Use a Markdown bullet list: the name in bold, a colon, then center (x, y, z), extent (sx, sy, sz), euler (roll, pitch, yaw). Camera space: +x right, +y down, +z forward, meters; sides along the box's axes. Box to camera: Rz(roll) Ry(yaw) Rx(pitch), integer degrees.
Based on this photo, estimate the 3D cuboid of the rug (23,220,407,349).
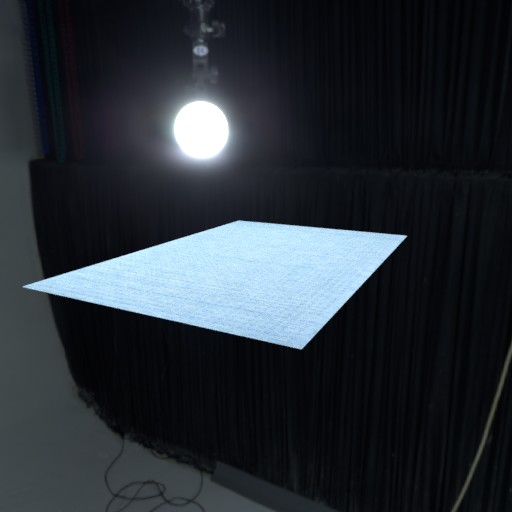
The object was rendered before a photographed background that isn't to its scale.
- **rug**: center (0.000, 0.000, 3.740), extent (1.982, 0.006, 2.895), euler (7, 16, 27)
